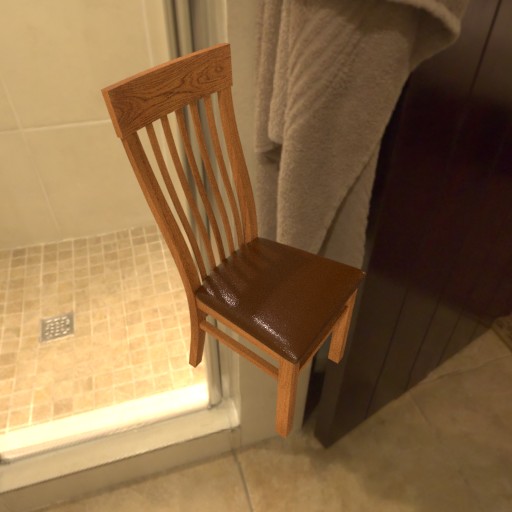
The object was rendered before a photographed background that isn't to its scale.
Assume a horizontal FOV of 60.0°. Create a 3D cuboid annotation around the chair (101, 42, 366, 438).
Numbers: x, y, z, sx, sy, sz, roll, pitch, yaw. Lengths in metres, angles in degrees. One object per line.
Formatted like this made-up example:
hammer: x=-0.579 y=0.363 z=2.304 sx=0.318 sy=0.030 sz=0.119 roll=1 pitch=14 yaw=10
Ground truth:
chair: x=0.000 y=0.000 z=1.375 sx=0.580 sy=1.050 sz=0.450 roll=25 pitch=47 yaw=26
